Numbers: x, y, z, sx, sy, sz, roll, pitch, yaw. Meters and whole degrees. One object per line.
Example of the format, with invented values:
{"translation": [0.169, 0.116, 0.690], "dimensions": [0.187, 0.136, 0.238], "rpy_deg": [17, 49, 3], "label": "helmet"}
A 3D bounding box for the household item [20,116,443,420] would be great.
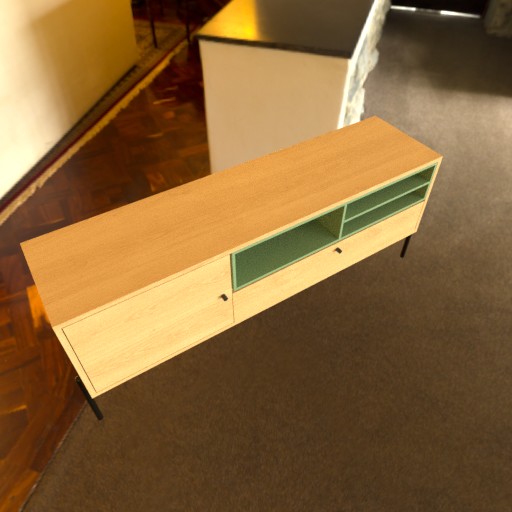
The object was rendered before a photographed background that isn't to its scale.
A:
{"translation": [0.000, 0.000, 1.774], "dimensions": [1.550, 0.600, 0.400], "rpy_deg": [-25, 51, -22], "label": "household item"}
